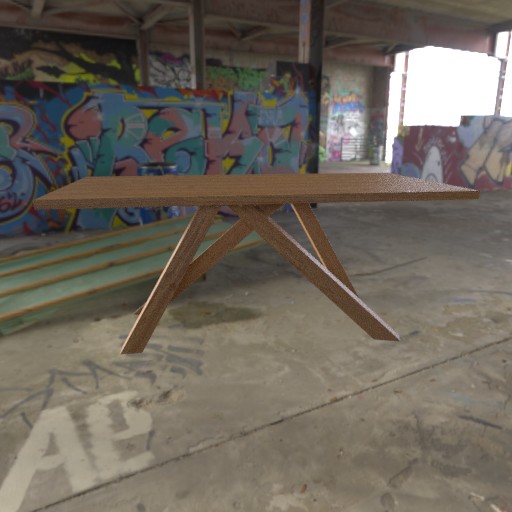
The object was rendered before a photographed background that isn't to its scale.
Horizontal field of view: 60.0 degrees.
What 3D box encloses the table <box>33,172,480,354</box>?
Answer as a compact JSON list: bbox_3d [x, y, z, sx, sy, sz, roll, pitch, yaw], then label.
[{"bbox_3d":[0.000,0.000,2.290,1.797,0.750,0.901,-2,16,-8],"label":"table"}]
